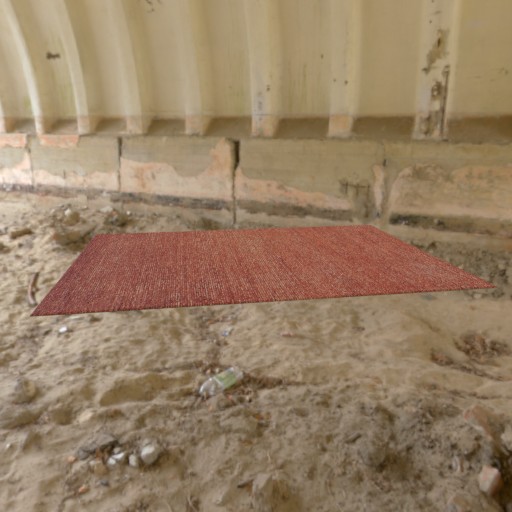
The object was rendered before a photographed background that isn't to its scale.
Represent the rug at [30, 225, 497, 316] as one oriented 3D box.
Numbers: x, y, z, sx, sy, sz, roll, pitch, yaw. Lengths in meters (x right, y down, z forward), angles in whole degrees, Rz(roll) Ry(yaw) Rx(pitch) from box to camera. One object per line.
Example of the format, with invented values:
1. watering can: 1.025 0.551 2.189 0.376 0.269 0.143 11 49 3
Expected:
1. rug: 0.000 0.000 5.017 3.965 0.025 2.803 -3 16 -9
